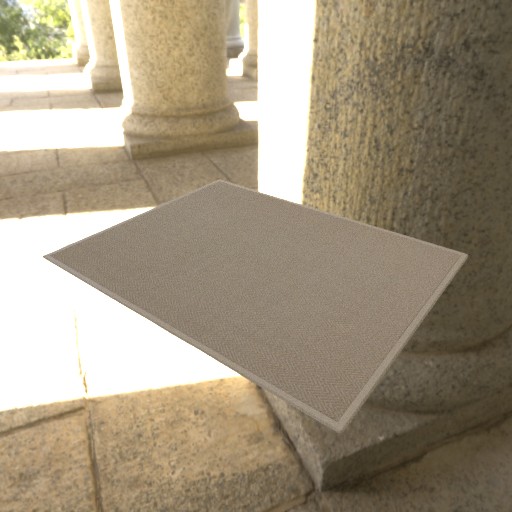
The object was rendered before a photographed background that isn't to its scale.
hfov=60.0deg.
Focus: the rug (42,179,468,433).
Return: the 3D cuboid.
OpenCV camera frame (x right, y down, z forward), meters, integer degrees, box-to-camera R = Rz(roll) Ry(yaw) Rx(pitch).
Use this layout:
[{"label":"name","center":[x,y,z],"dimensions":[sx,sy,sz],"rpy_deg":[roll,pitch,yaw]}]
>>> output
[{"label":"rug","center":[0.000,0.000,4.024],"dimensions":[3.051,0.020,2.407],"rpy_deg":[22,37,32]}]
